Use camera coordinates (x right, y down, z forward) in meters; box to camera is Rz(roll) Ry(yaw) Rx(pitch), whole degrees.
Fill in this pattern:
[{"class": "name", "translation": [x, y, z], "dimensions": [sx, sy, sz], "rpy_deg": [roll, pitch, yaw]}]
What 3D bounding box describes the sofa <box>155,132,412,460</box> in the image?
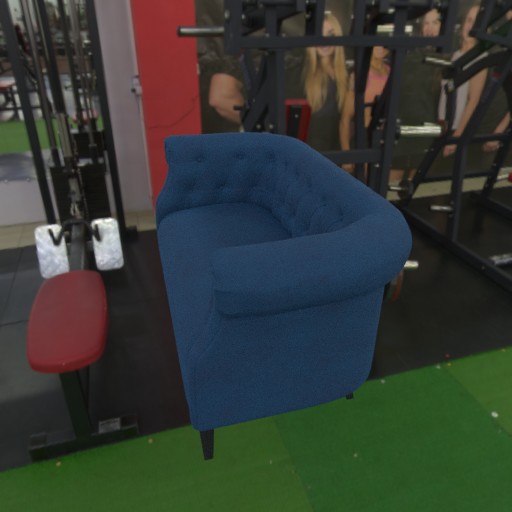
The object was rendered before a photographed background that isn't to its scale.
[{"class": "sofa", "translation": [0.000, 0.000, 2.050], "dimensions": [0.835, 0.827, 1.558], "rpy_deg": [-8, 30, -13]}]
